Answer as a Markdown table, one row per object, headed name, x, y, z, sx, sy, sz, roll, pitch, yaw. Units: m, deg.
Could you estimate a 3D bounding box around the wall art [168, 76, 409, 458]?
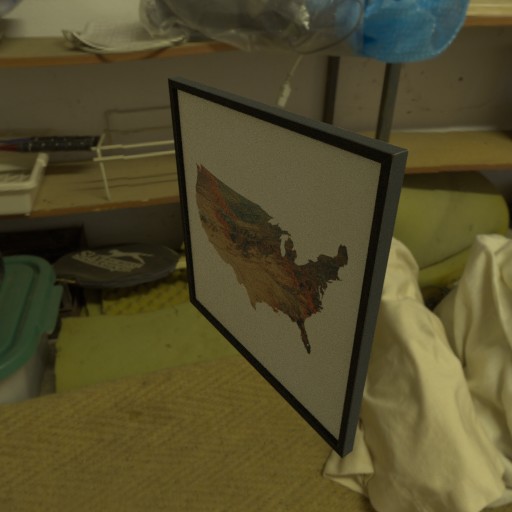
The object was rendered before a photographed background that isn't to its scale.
| name | x | y | z | sx | sy | sz | roll | pitch | yaw |
| --- | --- | --- | --- | --- | --- | --- | --- | --- | --- |
| wall art | 0.000 | 0.000 | 0.456 | 0.015 | 0.303 | 0.304 | -21 | 38 | -30 |
